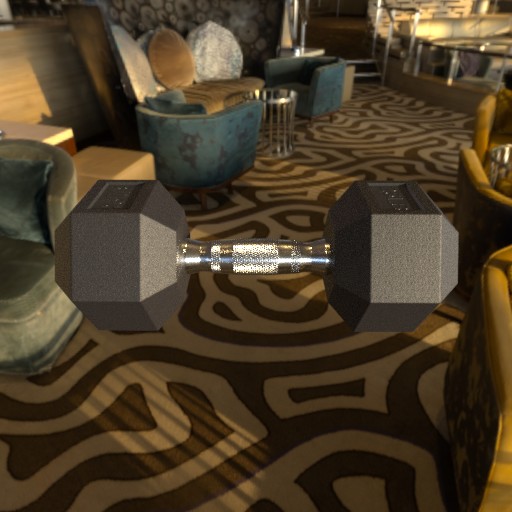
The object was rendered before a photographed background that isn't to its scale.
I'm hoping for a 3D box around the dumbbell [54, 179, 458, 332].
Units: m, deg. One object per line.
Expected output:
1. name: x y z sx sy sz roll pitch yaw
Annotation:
1. dumbbell: 0.000 0.000 0.380 0.315 0.113 0.129 0 31 0
